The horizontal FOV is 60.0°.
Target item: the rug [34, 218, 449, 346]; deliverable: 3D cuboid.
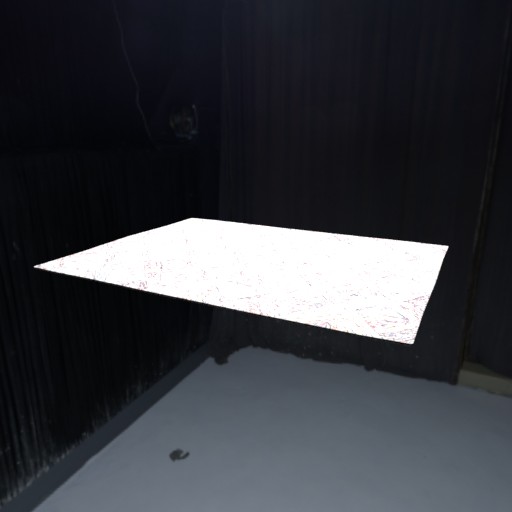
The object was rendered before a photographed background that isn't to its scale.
[{"bbox_3d":[0.000,0.000,4.238,3.226,0.024,2.436,8,18,26],"label":"rug"}]
